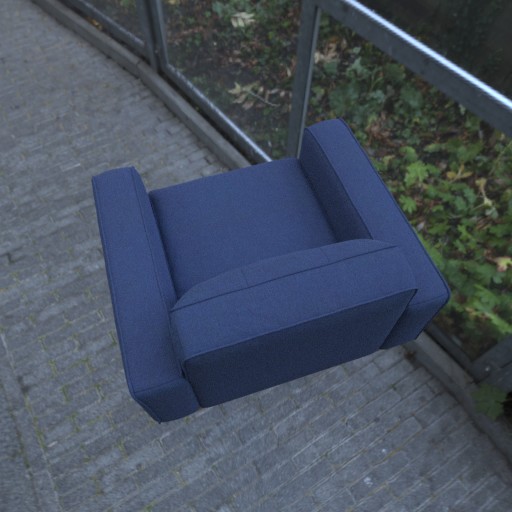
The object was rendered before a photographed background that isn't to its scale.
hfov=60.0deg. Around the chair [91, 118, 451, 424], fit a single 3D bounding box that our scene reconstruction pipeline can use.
[{"bbox_3d":[0.000,0.000,1.772,1.118,0.783,0.953,-16,60,-9],"label":"chair"}]
